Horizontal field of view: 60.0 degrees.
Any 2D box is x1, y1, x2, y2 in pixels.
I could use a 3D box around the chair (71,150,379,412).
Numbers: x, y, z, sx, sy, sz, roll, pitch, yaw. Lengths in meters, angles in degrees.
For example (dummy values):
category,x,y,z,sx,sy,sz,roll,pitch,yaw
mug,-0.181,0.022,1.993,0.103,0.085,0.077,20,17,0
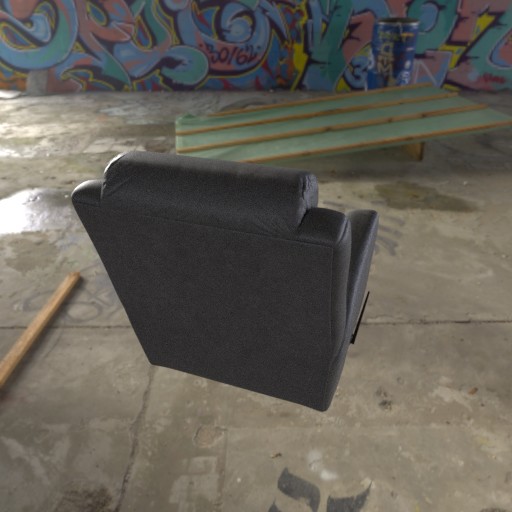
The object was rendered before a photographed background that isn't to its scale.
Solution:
category,x,y,z,sx,sy,sz,roll,pitch,yaw
chair,0.000,0.000,1.902,0.967,1.116,1.068,11,33,16
